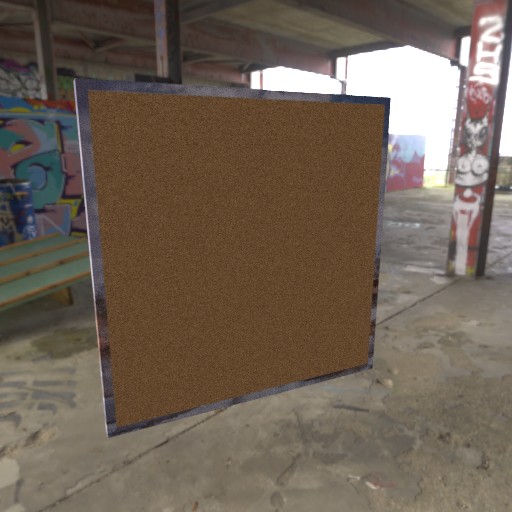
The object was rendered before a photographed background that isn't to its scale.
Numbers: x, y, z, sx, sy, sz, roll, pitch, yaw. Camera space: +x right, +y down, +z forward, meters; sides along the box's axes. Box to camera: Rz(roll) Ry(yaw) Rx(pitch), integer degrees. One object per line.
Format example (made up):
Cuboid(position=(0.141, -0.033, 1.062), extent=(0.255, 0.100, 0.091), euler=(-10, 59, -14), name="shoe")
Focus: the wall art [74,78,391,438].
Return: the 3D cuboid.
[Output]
Cuboid(position=(0.000, 0.000, 1.269), extent=(0.888, 0.897, 0.035), euler=(-7, 15, -25), name="wall art")
